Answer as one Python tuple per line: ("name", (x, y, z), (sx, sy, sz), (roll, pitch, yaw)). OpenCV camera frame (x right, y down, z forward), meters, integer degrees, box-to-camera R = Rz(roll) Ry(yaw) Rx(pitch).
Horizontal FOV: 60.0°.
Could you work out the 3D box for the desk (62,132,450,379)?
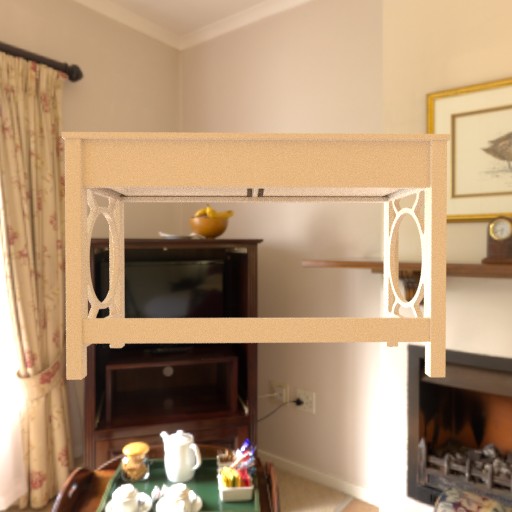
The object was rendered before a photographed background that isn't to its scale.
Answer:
("desk", (0.000, 0.000, 1.614), (1.191, 0.762, 0.504), (0, 1, -1))
